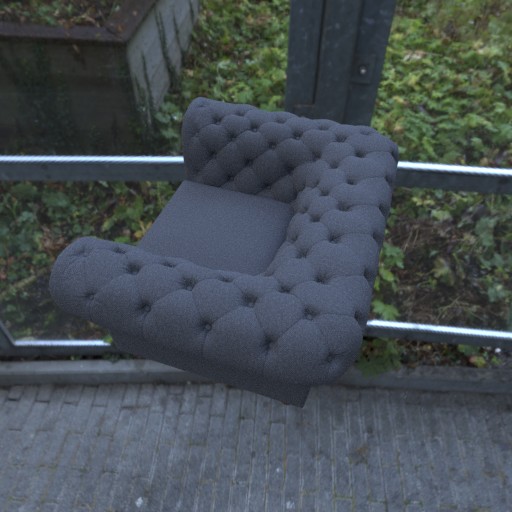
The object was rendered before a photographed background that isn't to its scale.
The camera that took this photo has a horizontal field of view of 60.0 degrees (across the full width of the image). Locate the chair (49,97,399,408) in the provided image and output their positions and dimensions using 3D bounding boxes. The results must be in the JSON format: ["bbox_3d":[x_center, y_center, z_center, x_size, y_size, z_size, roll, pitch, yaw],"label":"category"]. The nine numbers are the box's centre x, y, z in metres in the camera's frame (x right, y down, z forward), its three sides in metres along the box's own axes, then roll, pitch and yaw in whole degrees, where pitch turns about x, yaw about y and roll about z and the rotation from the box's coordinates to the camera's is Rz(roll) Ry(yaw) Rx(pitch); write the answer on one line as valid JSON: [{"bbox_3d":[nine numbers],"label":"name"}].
[{"bbox_3d":[0.000,0.000,1.892,0.976,0.770,1.270,14,49,12],"label":"chair"}]
